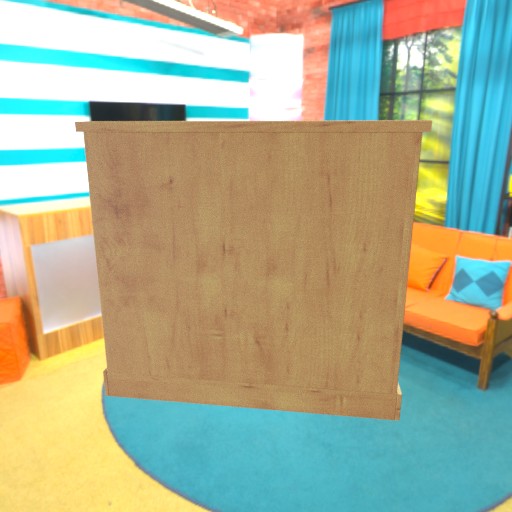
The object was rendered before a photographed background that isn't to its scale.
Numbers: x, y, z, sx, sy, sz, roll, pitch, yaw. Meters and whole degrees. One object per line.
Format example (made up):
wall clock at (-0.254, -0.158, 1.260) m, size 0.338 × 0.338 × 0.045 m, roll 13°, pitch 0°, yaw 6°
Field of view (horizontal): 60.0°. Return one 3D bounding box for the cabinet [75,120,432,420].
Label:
cabinet at (0.000, 0.000, 1.456) m, size 0.920 × 0.840 × 0.450 m, roll 2°, pitch 16°, yaw 8°
